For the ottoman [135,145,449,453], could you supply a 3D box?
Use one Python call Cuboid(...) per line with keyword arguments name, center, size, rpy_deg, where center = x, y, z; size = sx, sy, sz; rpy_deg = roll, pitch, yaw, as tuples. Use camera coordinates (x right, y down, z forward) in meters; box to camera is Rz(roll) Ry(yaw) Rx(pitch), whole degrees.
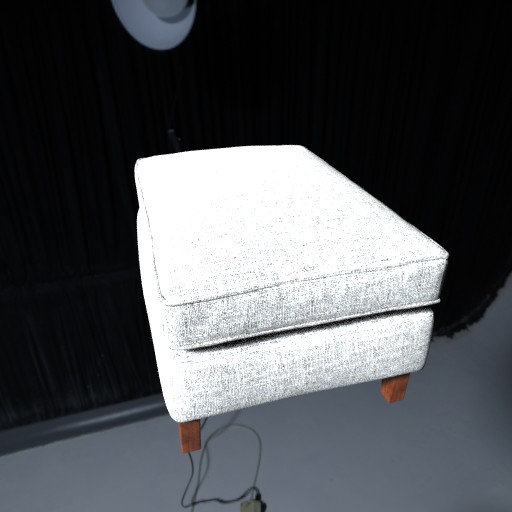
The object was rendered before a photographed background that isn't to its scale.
Cuboid(name="ottoman", center=(0.000, 0.000, 0.998), size=(0.508, 0.406, 0.686), rpy_deg=(-8, 30, -14))
